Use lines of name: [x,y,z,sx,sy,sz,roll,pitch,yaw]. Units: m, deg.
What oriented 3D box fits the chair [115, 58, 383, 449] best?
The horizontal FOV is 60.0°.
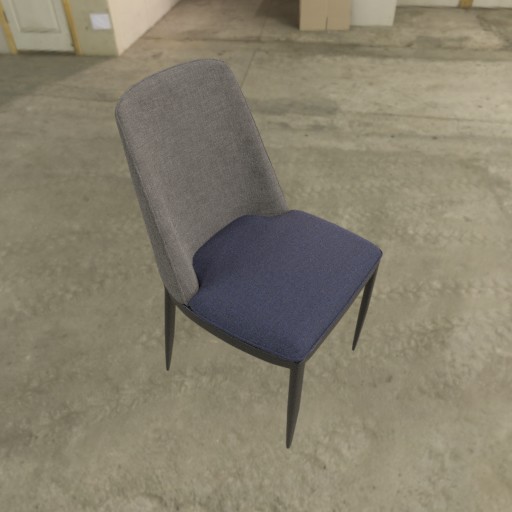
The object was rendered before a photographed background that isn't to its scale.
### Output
chair: [0.000,0.000,1.169,0.550,0.855,0.488,25,47,26]
